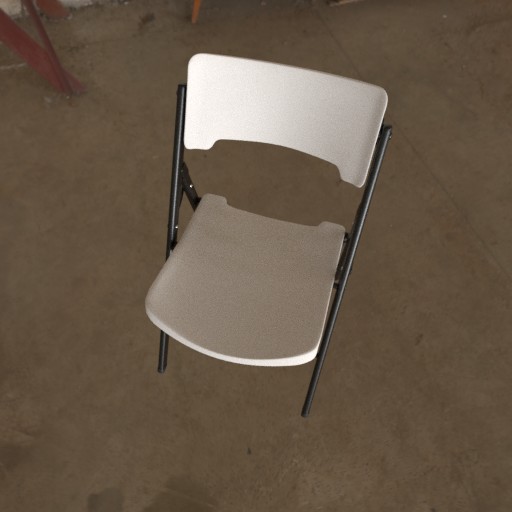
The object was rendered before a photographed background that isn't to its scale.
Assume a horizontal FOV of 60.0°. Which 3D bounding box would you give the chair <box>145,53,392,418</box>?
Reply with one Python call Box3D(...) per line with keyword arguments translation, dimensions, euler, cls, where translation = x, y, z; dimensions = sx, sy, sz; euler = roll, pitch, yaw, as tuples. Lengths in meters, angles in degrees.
Box3D(translation=(0.000, 0.000, 1.130), dimensions=(0.482, 0.765, 0.577), euler=(14, 60, 8), cls="chair")
